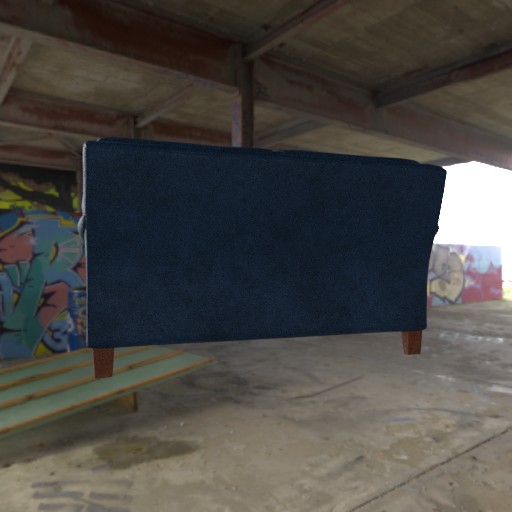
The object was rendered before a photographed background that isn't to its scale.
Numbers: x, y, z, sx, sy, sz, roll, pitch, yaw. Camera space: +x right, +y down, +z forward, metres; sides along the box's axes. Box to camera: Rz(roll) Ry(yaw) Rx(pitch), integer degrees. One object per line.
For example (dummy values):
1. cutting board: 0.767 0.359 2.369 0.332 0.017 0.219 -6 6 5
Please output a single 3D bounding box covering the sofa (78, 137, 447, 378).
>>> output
1. sofa: 0.000 0.000 2.549 1.853 1.101 1.084 0 0 -17
